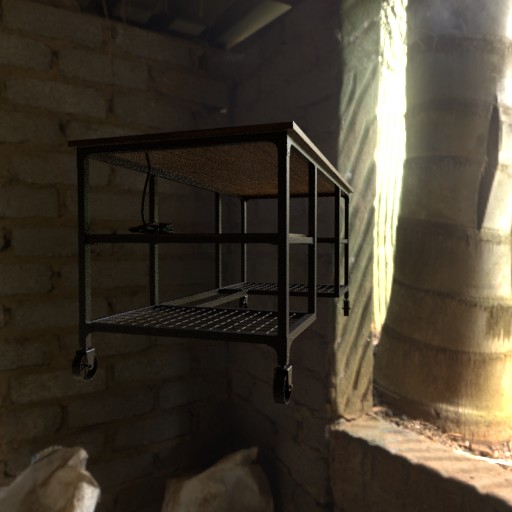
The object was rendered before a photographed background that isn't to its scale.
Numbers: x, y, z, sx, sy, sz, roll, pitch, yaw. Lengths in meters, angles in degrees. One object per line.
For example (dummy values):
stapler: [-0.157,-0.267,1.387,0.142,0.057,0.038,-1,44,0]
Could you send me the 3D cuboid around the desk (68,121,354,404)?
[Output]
desk: [0.000,0.000,2.007,0.711,0.751,1.590,1,2,18]
